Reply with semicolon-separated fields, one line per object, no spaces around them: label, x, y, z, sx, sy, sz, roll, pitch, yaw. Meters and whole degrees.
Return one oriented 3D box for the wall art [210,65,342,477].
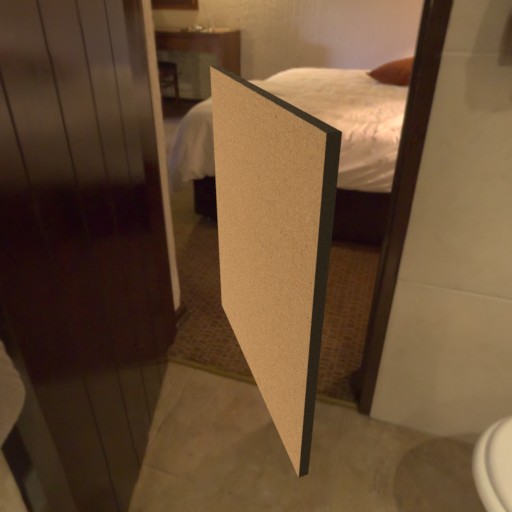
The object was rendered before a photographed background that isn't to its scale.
wall art;0.000;0.000;1.203;0.028;0.863;0.755;-10;32;-16
